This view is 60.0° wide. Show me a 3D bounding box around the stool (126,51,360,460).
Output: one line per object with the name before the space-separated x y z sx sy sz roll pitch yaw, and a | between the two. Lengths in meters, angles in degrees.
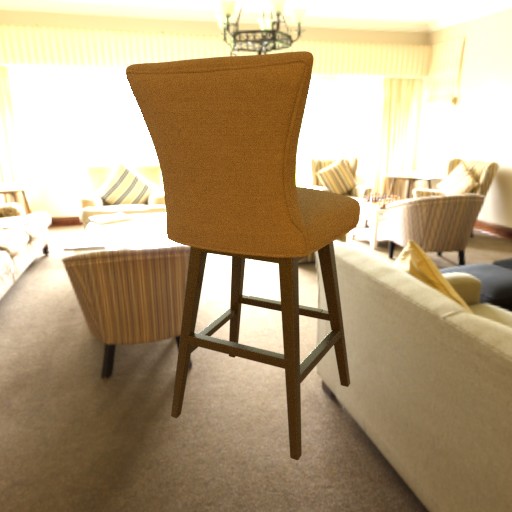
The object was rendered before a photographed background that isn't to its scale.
stool | 0.000 0.000 1.384 0.514 1.086 0.574 8 18 25
